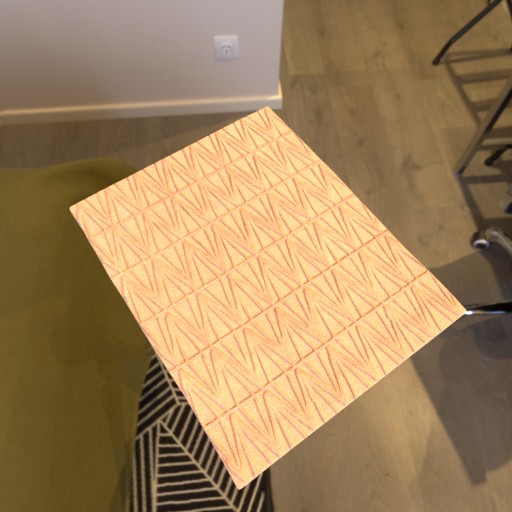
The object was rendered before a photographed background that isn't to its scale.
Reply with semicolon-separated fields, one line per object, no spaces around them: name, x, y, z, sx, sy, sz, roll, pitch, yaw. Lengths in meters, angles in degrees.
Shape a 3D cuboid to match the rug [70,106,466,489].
rug;0.000;0.000;4.167;2.453;0.043;3.052;-32;67;-16
